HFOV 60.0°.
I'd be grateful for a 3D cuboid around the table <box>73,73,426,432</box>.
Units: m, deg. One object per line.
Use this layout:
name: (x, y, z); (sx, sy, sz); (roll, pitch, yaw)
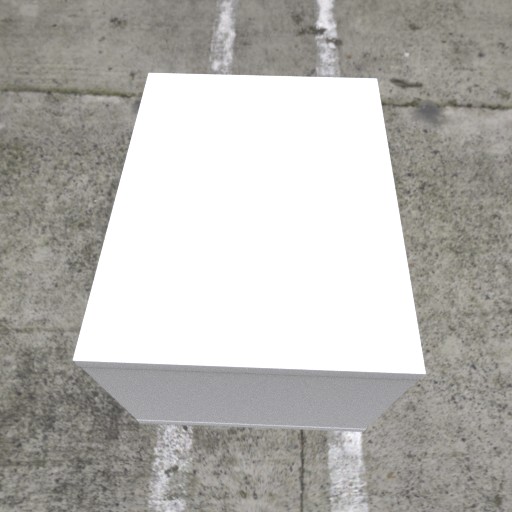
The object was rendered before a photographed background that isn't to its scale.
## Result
table: (0.000, 0.000, 0.785); (0.399, 0.357, 0.517); (2, 58, 1)
